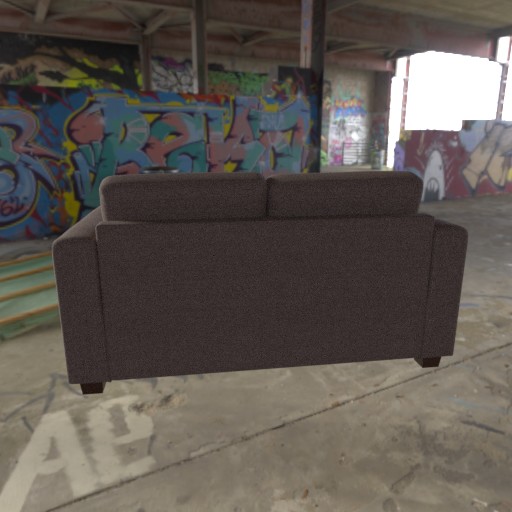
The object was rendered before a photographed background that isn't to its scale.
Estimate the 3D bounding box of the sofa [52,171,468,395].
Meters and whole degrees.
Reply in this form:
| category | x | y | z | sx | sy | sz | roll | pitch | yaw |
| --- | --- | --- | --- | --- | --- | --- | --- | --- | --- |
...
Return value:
| category | x | y | z | sx | sy | sz | roll | pitch | yaw |
| --- | --- | --- | --- | --- | --- | --- | --- | --- | --- |
| sofa | 0.000 | 0.000 | 2.027 | 1.520 | 0.800 | 0.900 | -2 | 15 | -8 |
